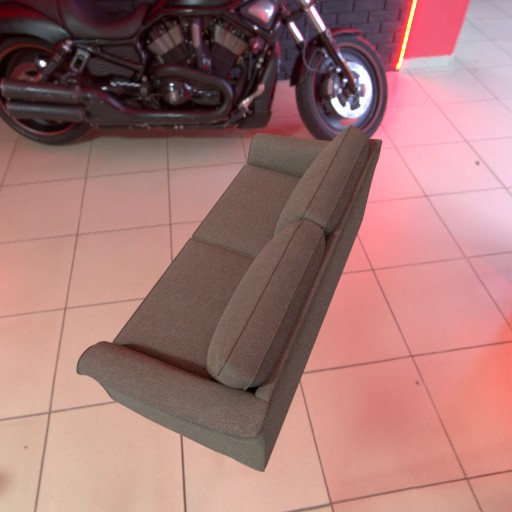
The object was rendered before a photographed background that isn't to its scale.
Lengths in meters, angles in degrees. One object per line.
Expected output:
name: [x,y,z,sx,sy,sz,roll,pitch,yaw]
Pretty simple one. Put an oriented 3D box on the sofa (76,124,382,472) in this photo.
sofa: [0.000,0.000,2.746,0.986,0.906,2.270,18,50,15]
